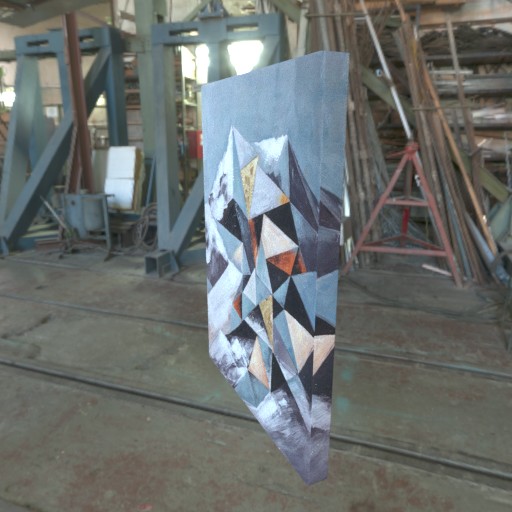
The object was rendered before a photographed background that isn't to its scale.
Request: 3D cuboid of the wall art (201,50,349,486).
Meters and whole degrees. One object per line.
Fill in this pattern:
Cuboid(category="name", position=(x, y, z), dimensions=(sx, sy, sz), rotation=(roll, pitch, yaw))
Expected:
Cuboid(category="wall art", position=(0.000, 0.000, 0.799), dimensions=(0.037, 0.613, 0.455), rotation=(-7, 17, -24))
